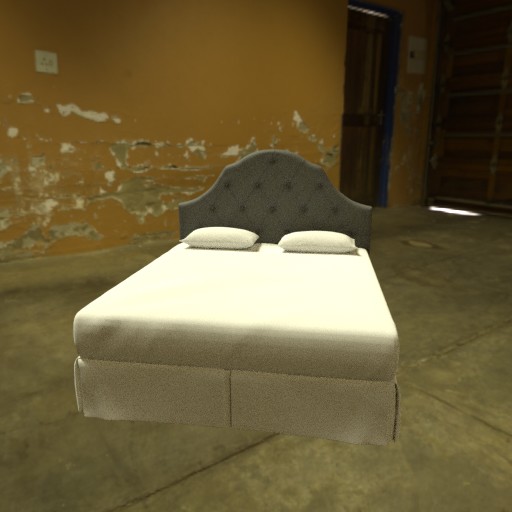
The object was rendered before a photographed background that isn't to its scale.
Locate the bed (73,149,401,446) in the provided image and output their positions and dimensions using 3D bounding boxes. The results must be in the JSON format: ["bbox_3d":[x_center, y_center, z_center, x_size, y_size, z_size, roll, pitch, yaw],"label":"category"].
[{"bbox_3d":[0.000,0.000,3.482,2.008,1.615,2.214,2,14,9],"label":"bed"}]
